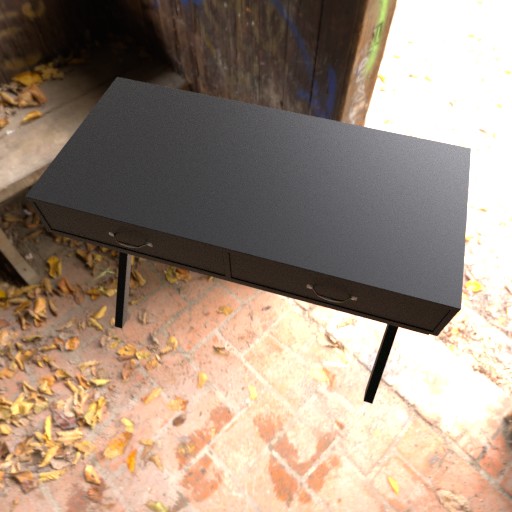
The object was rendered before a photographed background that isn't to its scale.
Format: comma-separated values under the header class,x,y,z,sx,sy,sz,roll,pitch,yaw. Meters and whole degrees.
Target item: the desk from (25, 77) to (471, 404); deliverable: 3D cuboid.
class,x,y,z,sx,sy,sz,roll,pitch,yaw
desk,0.000,0.000,1.474,1.057,0.780,0.525,14,58,9
